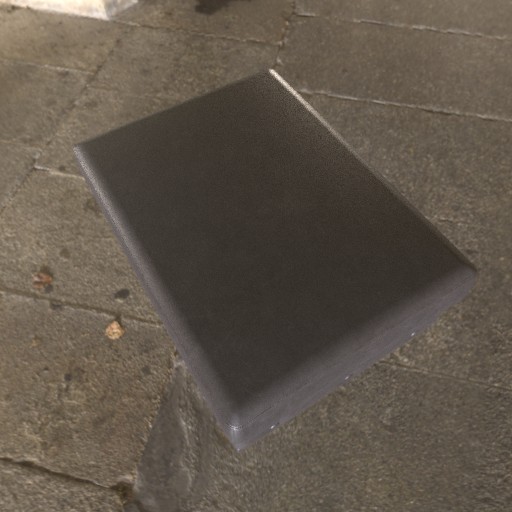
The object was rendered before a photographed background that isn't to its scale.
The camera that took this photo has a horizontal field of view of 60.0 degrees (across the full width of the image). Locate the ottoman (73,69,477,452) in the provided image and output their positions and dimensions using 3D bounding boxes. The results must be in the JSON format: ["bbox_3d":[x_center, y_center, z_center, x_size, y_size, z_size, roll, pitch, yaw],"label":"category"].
[{"bbox_3d":[0.000,0.000,1.161,0.590,0.498,0.795,-28,62,-16],"label":"ottoman"}]
